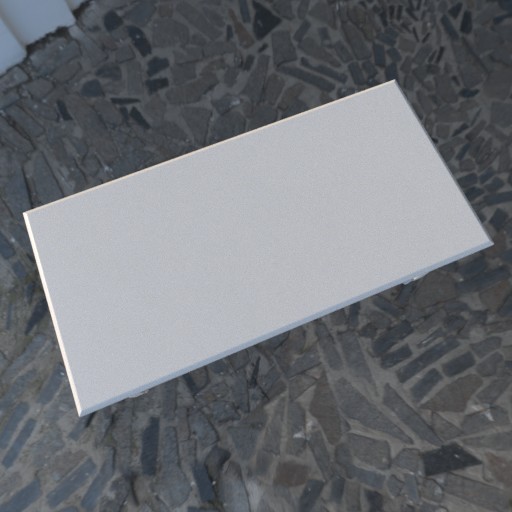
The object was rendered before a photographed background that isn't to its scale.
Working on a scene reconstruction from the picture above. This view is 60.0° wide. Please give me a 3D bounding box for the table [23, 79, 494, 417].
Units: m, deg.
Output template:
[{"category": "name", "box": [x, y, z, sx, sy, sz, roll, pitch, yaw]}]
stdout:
[{"category": "table", "box": [0.000, 0.000, 1.397, 1.109, 0.506, 0.551, -21, 74, -6]}]
